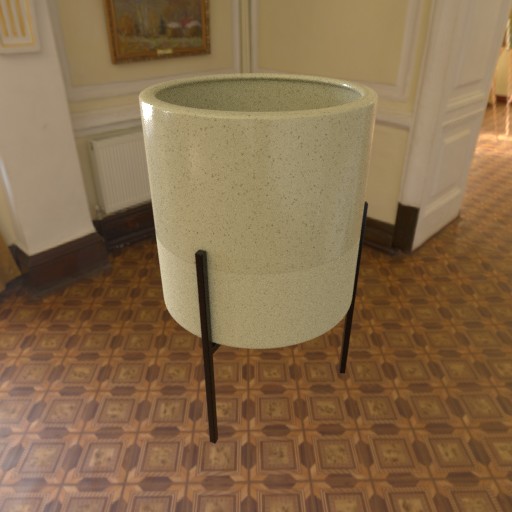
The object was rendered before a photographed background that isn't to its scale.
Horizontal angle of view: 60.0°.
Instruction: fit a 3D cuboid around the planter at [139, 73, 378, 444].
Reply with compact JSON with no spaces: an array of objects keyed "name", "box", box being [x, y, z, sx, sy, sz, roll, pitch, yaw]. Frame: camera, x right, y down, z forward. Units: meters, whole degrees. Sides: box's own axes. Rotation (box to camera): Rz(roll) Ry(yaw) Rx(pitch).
[{"name":"planter","box":[0.000,0.000,0.544,0.234,0.390,0.243,-18,35,-28]}]
